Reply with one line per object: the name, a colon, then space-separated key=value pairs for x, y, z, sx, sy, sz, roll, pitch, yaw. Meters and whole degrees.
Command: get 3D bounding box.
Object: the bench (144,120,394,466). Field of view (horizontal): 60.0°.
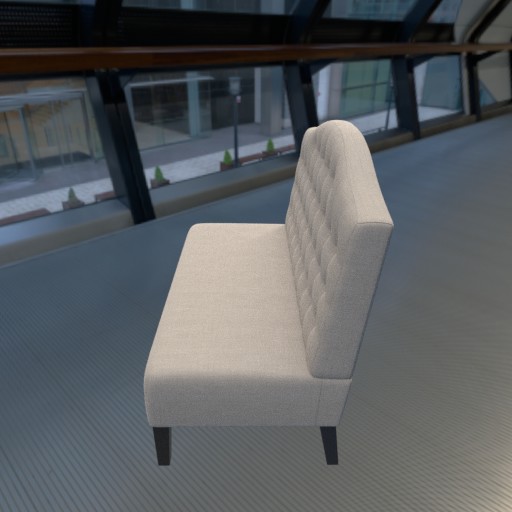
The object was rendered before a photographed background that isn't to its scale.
bench: x=0.000 y=0.000 z=2.042 sx=0.815 sy=1.180 sz=1.335 roll=0 pitch=27 yaw=0
